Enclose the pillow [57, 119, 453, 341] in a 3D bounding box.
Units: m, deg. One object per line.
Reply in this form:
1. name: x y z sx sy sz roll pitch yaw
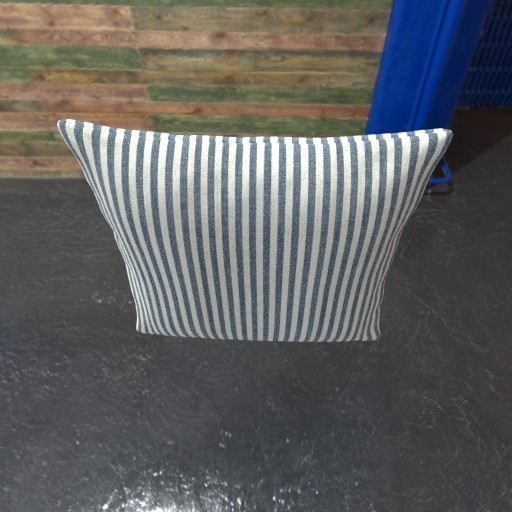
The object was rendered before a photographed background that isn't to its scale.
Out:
1. pillow: 0.000 0.000 0.765 0.523 0.510 0.166 2 47 2
